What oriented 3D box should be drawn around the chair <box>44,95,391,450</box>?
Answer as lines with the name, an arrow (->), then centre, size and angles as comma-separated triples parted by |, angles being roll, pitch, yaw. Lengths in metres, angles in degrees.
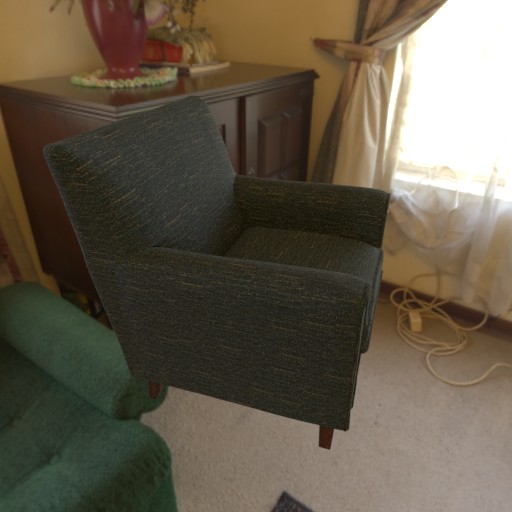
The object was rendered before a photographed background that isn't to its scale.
chair -> 0.000, 0.000, 1.580 | 0.873, 0.928, 0.864 | 9, 30, 17
